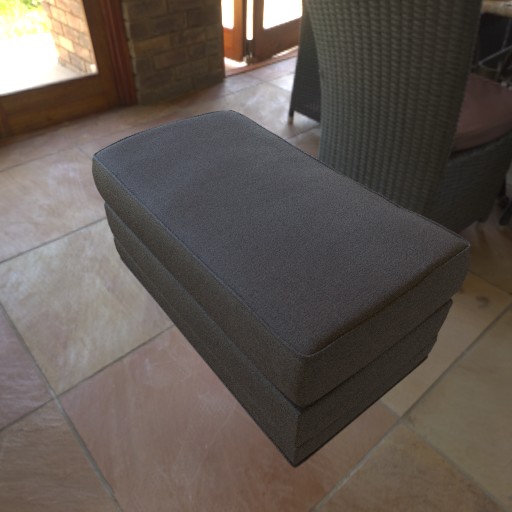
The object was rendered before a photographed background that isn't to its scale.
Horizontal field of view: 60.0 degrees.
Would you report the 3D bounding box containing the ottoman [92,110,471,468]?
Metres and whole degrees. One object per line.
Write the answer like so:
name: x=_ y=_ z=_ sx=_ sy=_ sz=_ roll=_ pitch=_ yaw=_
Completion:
ottoman: x=0.000 y=0.000 z=1.143 sx=0.490 sy=0.448 sz=0.864 roll=-27 pitch=48 yaw=-27
